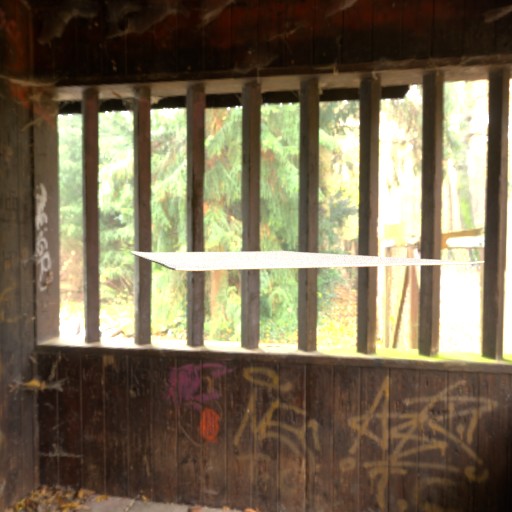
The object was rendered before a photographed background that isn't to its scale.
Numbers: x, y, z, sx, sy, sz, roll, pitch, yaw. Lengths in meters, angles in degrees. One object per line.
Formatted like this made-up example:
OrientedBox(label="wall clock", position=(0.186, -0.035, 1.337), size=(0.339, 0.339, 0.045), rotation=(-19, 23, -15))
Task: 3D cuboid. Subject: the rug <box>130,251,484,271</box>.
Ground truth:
OrientedBox(label="rug", position=(0.000, 0.000, 2.442), size=(1.214, 0.023, 1.947), rotation=(-1, 2, -20))
